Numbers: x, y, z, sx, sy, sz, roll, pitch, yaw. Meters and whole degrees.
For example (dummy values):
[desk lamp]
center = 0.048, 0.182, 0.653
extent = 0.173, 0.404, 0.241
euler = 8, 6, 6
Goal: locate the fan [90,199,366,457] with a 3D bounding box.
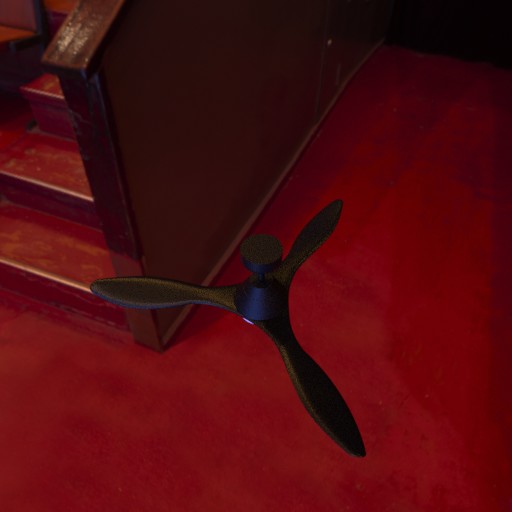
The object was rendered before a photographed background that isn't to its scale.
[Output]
[fan]
center = 0.000, 0.000, 1.621
extent = 1.067, 0.305, 1.067
euler = 16, 49, 15
